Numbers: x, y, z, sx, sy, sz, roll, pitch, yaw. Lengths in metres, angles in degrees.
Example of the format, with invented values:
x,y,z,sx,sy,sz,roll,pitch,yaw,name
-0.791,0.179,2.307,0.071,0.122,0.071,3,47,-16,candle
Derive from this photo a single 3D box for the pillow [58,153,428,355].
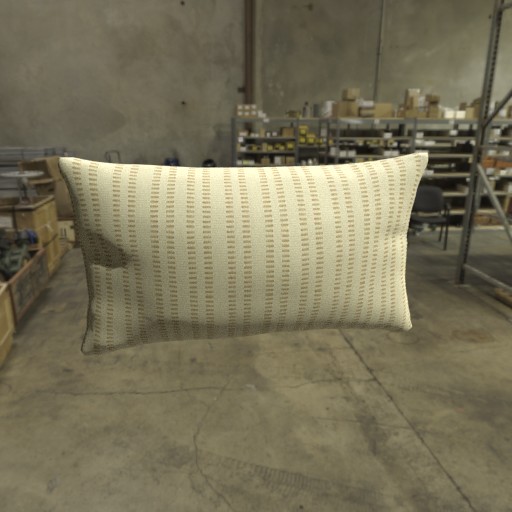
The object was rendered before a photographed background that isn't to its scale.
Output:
x,y,z,sx,sy,sz,roll,pitch,yaw,name
0.000,0.000,0.791,0.640,0.353,0.210,-3,17,-9,pillow
